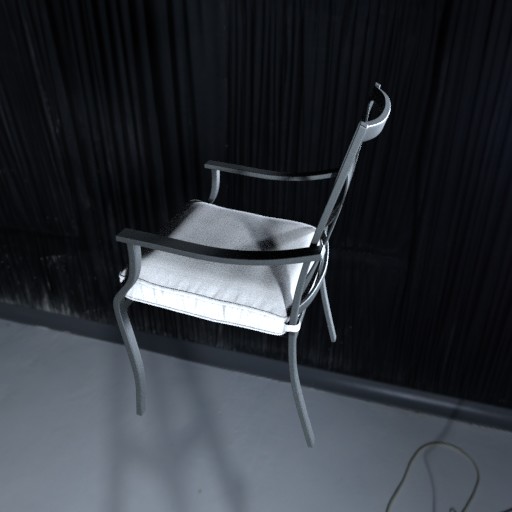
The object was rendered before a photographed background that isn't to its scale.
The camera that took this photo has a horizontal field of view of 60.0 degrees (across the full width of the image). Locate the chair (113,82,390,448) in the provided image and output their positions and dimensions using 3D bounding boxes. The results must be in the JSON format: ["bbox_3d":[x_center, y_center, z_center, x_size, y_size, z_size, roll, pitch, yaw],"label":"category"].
[{"bbox_3d":[0.000,0.000,1.269,0.620,0.889,0.575,8,31,14],"label":"chair"}]
